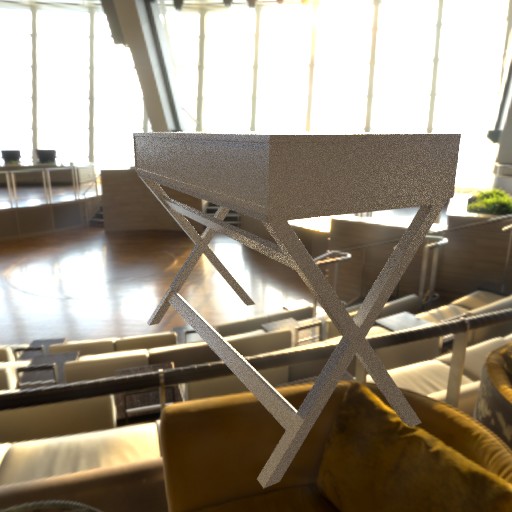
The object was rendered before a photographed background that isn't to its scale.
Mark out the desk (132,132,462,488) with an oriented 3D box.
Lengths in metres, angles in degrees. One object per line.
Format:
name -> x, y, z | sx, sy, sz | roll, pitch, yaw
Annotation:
desk -> 0.000, 0.000, 1.454 | 0.509, 0.780, 1.059 | -8, 18, -27
